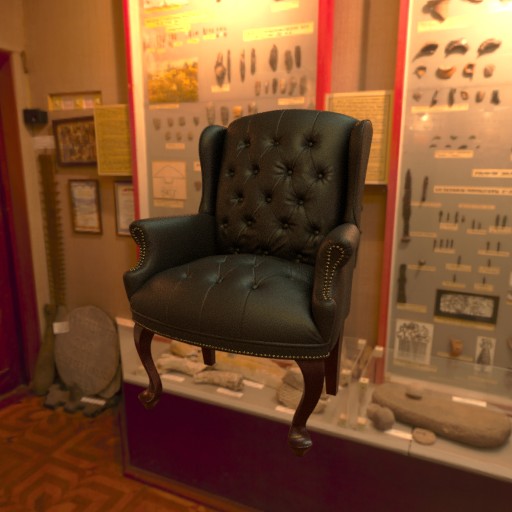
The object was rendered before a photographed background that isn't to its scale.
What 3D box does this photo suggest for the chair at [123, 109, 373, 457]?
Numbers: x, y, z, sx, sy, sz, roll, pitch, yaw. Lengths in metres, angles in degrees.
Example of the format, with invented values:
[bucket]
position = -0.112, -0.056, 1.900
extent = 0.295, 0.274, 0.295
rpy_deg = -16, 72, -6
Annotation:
[chair]
position = 0.000, 0.000, 1.680
extent = 0.838, 1.111, 0.762
rpy_deg = 6, 14, 26
